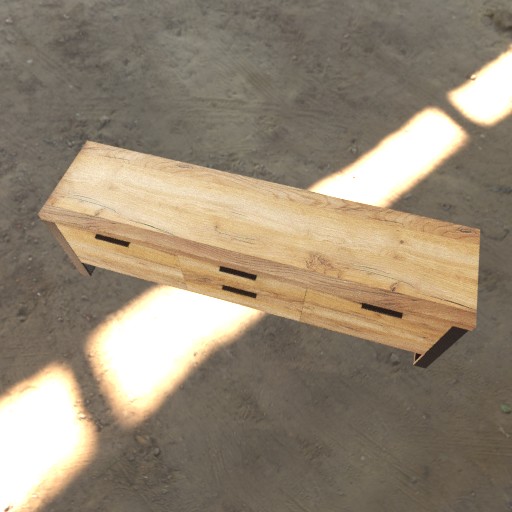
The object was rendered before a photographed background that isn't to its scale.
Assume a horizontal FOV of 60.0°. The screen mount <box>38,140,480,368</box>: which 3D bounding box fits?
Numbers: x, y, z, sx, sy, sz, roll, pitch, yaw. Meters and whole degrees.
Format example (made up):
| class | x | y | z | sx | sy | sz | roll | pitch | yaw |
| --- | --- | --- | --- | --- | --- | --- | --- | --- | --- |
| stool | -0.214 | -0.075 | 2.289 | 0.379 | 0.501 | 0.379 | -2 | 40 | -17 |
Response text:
| class | x | y | z | sx | sy | sz | roll | pitch | yaw |
| --- | --- | --- | --- | --- | --- | --- | --- | --- | --- |
| screen mount | 0.000 | 0.000 | 1.762 | 1.524 | 0.450 | 0.395 | 14 | 60 | 8 |
